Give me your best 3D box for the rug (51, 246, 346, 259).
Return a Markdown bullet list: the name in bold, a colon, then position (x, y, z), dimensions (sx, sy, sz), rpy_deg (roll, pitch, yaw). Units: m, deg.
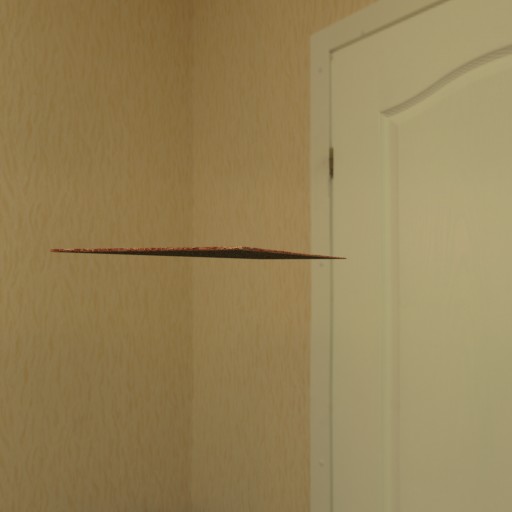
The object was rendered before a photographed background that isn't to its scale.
- **rug**: position (0.000, 0.000, 2.638), dimensions (0.750, 0.011, 2.435), rpy_deg (0, -1, 19)
